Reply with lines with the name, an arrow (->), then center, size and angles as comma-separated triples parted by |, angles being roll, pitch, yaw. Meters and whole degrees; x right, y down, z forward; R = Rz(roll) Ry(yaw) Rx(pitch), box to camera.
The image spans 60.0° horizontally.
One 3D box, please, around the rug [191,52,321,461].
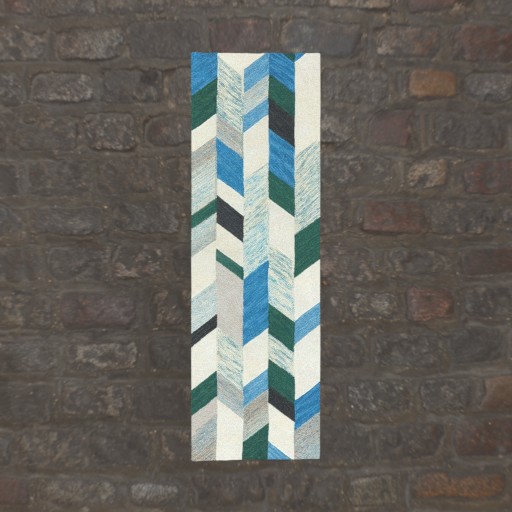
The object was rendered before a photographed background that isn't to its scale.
rug -> 0.000, 0.000, 2.647 | 0.774, 0.008, 2.437 | 0, 90, -1
